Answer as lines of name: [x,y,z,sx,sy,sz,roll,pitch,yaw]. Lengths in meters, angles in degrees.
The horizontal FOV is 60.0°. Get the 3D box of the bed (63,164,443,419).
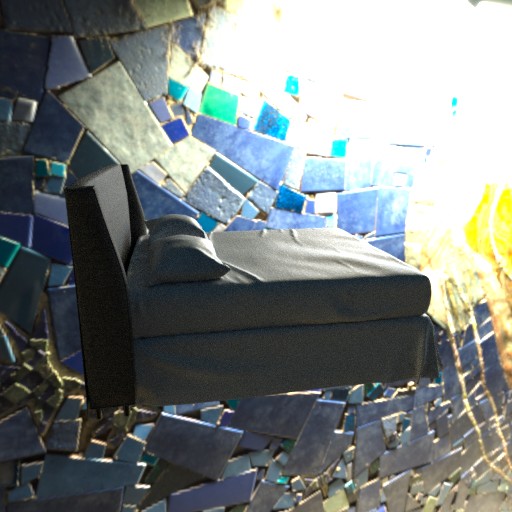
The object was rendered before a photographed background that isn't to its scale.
bed: [0.000,0.000,3.399,2.276,1.332,1.925,-3,15,-10]
